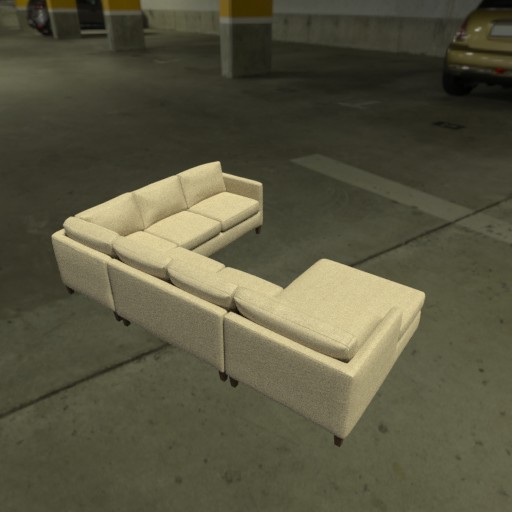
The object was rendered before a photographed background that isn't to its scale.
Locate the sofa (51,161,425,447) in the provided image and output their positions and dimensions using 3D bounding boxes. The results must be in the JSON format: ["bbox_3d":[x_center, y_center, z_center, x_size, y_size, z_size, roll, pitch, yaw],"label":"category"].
[{"bbox_3d":[0.000,0.000,4.729,3.460,0.959,2.593,20,35,31],"label":"sofa"}]
